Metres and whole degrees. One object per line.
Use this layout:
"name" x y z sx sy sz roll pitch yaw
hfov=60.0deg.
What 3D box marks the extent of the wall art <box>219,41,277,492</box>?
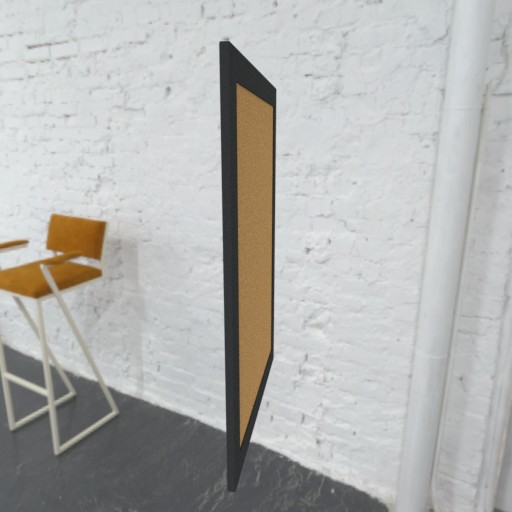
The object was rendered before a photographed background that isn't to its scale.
"wall art" 0.000 0.000 0.681 0.012 0.529 0.374 2 14 9
